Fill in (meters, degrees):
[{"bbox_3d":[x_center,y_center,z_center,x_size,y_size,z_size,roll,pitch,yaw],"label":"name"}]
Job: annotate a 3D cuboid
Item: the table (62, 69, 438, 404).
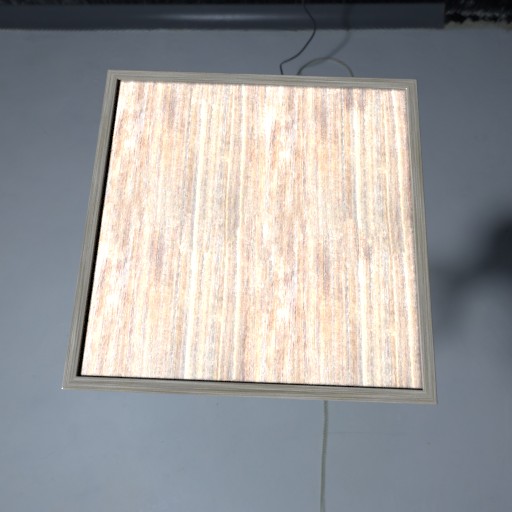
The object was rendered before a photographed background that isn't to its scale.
[{"bbox_3d":[0.000,0.000,1.042,0.611,0.507,0.609,2,75,1],"label":"table"}]
